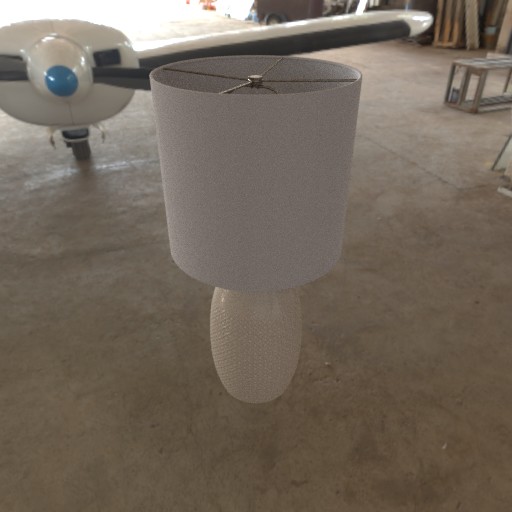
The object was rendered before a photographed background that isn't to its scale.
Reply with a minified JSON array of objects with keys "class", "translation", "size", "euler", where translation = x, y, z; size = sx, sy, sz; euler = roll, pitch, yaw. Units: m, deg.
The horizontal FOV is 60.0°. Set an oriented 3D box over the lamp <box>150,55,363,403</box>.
[{"class":"lamp","translation":[0.000,0.000,0.580],"size":[0.217,0.453,0.217],"euler":[10,34,15]}]
